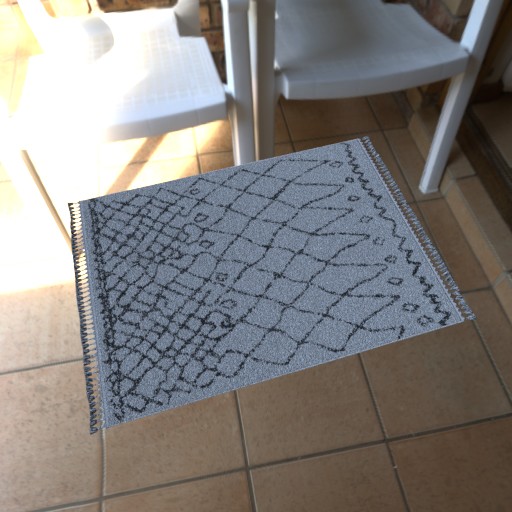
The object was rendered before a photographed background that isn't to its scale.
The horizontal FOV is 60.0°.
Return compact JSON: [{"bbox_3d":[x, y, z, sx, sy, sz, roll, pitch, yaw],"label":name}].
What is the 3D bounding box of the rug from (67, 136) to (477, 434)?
[{"bbox_3d":[0.000,0.000,2.913,2.312,0.017,1.613,-14,60,-8],"label":"rug"}]
